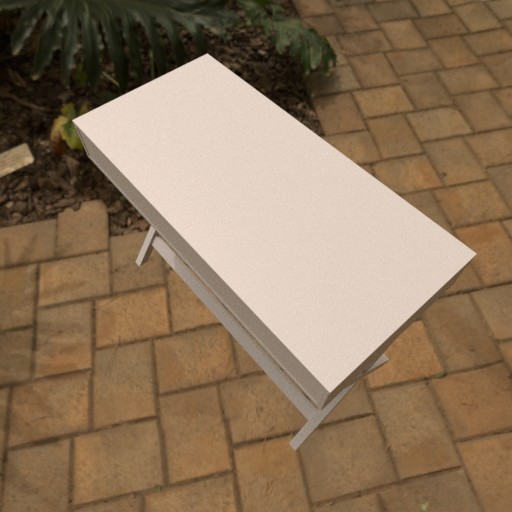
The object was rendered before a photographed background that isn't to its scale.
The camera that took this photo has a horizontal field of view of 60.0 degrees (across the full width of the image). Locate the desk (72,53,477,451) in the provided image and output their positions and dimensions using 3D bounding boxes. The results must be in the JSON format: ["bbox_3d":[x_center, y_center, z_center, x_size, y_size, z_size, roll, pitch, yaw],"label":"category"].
[{"bbox_3d":[0.000,0.000,1.518,0.525,0.780,1.057,-36,64,-21],"label":"desk"}]
